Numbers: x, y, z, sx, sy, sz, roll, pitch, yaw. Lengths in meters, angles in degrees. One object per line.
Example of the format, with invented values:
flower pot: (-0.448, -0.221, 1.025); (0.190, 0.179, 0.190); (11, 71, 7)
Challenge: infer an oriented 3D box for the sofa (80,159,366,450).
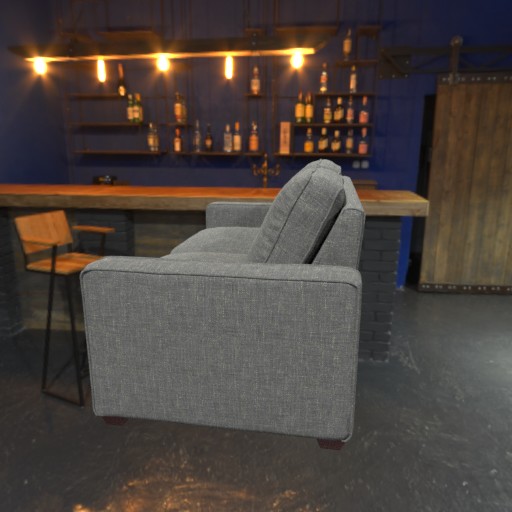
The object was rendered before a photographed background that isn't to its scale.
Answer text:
sofa: (0.000, 0.000, 2.229); (0.947, 0.918, 1.709); (2, 15, 9)
